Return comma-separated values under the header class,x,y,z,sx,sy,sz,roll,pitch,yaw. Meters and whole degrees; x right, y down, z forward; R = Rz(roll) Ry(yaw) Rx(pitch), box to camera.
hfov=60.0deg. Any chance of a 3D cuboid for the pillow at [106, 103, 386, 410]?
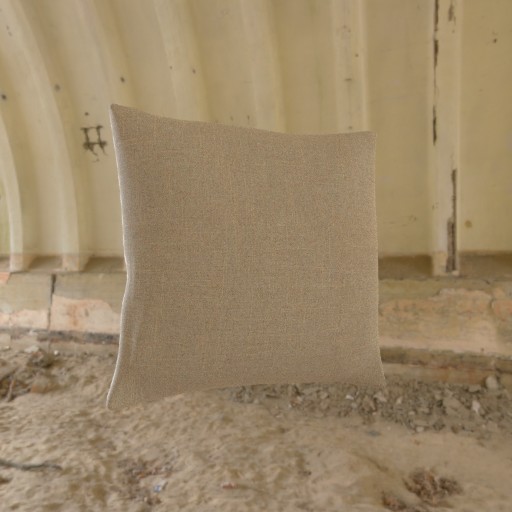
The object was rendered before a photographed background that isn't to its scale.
class,x,y,z,sx,sy,sz,roll,pitch,yaw
pillow,0.000,0.000,0.780,0.496,0.491,0.219,1,-2,-17
